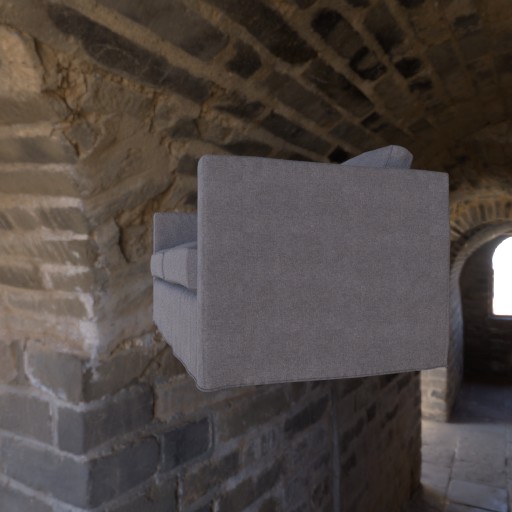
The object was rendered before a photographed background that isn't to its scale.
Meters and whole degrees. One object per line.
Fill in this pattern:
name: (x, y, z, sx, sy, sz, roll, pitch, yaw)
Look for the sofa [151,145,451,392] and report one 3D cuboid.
sofa: (0.000, 0.000, 2.334, 0.974, 0.854, 1.802, 0, -1, -18)
